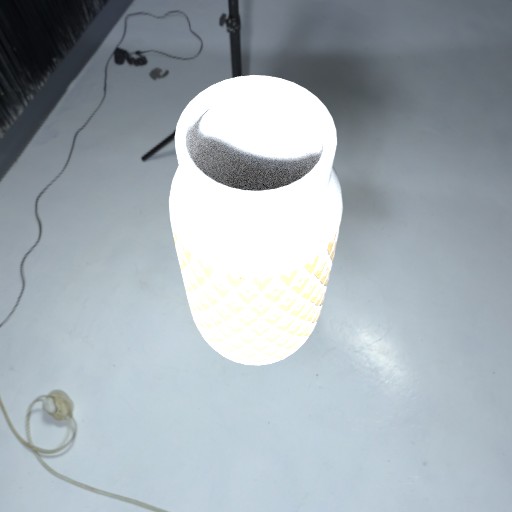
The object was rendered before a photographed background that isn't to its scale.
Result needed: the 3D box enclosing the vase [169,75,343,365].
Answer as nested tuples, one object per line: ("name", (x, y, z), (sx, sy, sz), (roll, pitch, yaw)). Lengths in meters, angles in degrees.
("vase", (0.000, 0.000, 0.382), (0.137, 0.307, 0.137), (0, 63, 0))
